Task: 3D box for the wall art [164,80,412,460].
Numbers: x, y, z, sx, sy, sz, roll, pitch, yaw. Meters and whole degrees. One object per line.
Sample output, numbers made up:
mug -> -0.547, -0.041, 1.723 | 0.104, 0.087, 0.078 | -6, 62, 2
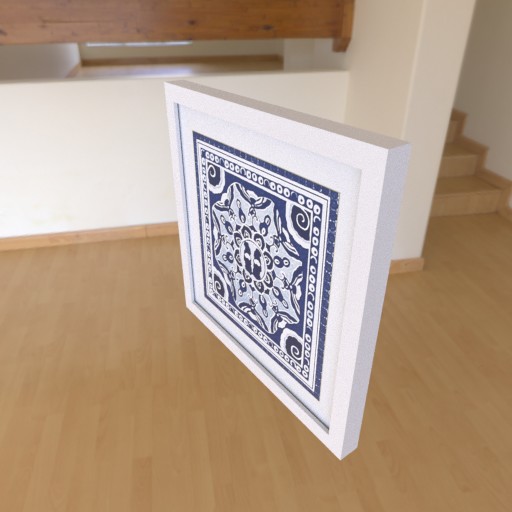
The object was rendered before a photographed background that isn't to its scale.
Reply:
wall art -> 0.000, 0.000, 0.537 | 0.027, 0.355, 0.355 | -21, 36, -31
